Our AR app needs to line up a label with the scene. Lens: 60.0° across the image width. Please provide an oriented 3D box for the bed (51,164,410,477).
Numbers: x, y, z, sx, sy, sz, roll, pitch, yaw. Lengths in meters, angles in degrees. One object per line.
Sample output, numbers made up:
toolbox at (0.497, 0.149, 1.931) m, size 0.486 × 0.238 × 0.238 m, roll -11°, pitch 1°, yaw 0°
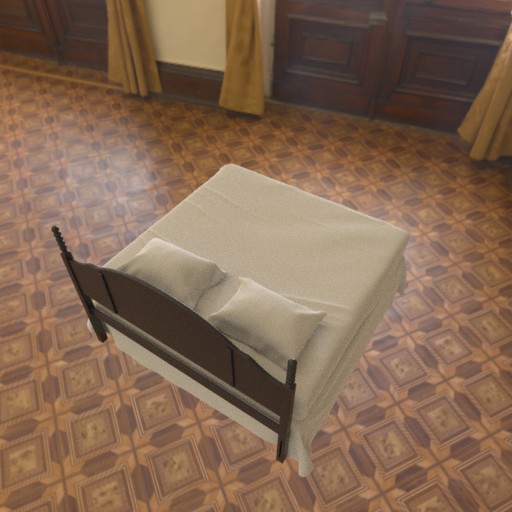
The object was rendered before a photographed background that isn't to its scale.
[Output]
bed at (0.000, 0.000, 3.741) m, size 2.322 × 1.355 × 2.219 m, roll 25°, pitch 51°, yaw 23°
